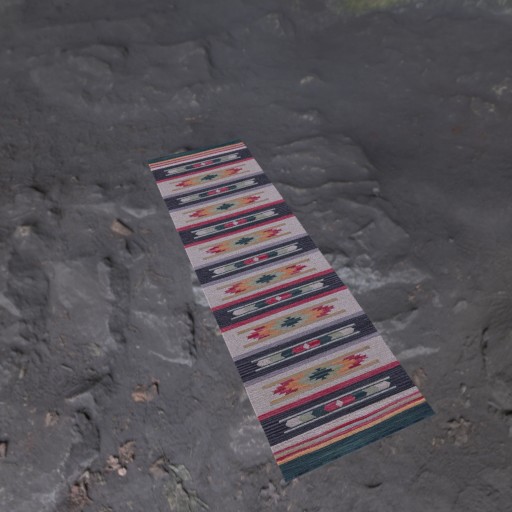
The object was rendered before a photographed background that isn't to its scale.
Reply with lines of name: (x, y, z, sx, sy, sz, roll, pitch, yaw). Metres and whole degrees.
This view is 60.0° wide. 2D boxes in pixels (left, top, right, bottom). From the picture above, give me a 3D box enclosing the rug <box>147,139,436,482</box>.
rug: (0.000, 0.000, 2.680, 0.760, 0.009, 2.440, -17, 50, -15)
